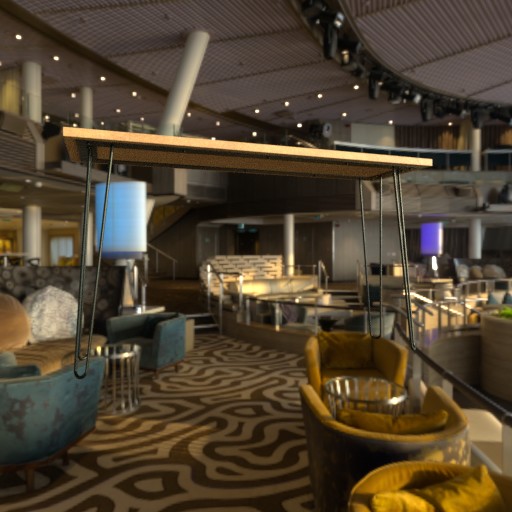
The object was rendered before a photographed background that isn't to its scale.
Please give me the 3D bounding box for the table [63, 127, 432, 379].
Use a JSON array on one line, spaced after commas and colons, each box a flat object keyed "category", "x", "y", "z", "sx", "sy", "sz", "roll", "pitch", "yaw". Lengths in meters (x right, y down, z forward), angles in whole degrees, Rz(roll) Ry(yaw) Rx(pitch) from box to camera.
[{"category": "table", "x": 0.000, "y": 0.000, "z": 1.785, "sx": 1.400, "sy": 0.799, "sz": 0.399, "roll": 0, "pitch": 0, "yaw": -19}]
